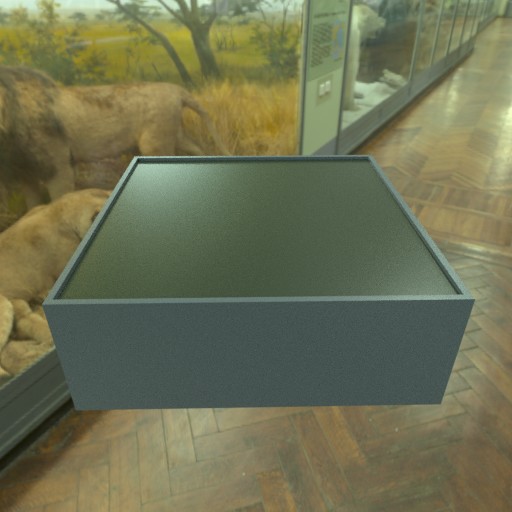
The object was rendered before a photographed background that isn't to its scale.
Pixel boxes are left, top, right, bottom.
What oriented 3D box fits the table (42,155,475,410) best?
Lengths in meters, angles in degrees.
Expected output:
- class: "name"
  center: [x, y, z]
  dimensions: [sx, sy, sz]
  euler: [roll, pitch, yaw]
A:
- class: "table"
  center: [0.000, 0.000, 1.238]
  dimensions: [0.801, 0.299, 0.801]
  euler: [-1, 32, -1]
